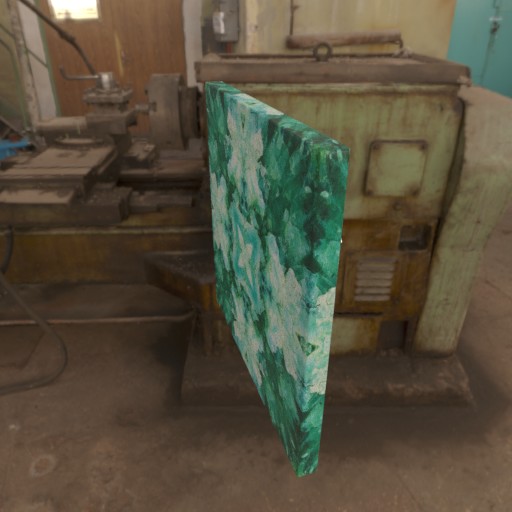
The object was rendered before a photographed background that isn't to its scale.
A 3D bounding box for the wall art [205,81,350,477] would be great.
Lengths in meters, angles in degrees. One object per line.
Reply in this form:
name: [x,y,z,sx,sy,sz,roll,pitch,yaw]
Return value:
wall art: [0.000,0.000,0.770,0.038,0.508,0.507,-9,30,-16]
